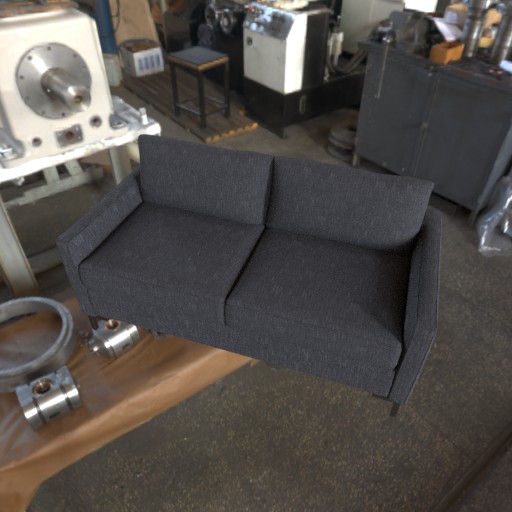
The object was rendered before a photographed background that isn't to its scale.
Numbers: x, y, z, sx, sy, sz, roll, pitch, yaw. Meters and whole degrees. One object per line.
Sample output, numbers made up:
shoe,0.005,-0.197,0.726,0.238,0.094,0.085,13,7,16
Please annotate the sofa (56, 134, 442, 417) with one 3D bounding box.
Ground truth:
sofa,0.000,0.000,2.252,1.716,0.862,0.866,12,42,14
